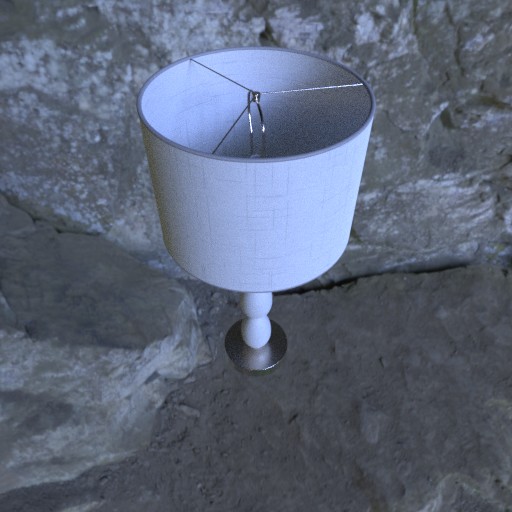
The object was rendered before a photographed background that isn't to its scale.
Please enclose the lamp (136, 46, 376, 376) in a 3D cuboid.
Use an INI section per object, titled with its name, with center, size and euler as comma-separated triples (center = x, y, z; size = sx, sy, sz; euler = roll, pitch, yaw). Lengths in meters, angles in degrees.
[lamp]
center = 0.000, 0.000, 0.726
size = 0.280, 0.559, 0.282
euler = -8, 47, -8
